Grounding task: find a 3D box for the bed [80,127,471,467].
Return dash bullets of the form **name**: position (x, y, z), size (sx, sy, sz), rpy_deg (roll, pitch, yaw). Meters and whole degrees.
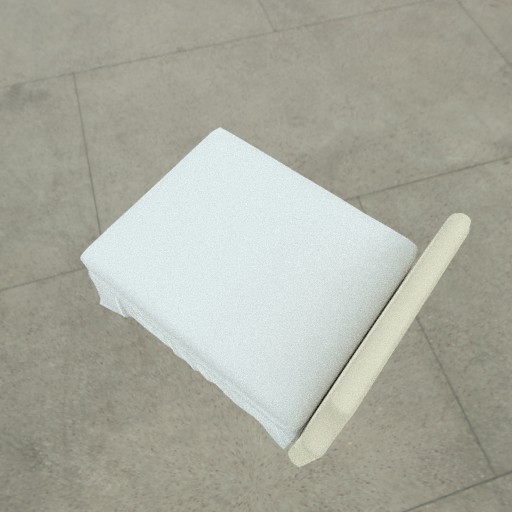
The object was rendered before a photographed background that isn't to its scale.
- **bed**: position (0.000, 0.000, 3.257), size (2.209, 1.296, 1.827), rpy_deg (34, 68, 16)
